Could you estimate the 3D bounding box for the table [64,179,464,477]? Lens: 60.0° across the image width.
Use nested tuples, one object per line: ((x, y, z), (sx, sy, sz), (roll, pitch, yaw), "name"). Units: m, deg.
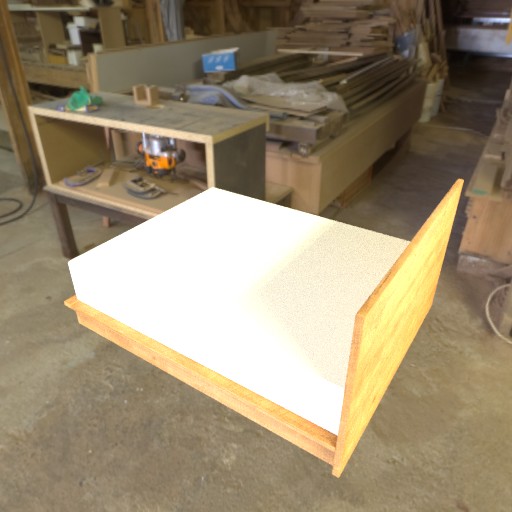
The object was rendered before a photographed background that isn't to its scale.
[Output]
((0.000, 0.000, 3.087), (2.149, 1.041, 1.707), (19, 36, 28), "table")
